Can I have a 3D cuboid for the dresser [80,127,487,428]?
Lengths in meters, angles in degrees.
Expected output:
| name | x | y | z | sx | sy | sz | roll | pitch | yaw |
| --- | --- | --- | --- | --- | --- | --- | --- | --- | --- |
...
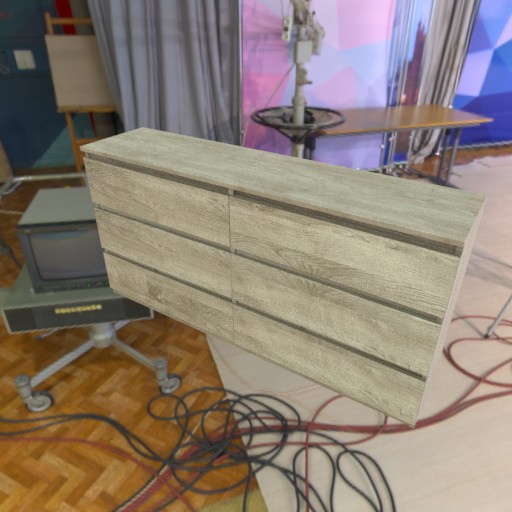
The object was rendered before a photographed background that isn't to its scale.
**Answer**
| name | x | y | z | sx | sy | sz | roll | pitch | yaw |
| --- | --- | --- | --- | --- | --- | --- | --- | --- | --- |
| dresser | 0.000 | 0.000 | 1.910 | 1.590 | 0.795 | 0.390 | 18 | 35 | 27 |
